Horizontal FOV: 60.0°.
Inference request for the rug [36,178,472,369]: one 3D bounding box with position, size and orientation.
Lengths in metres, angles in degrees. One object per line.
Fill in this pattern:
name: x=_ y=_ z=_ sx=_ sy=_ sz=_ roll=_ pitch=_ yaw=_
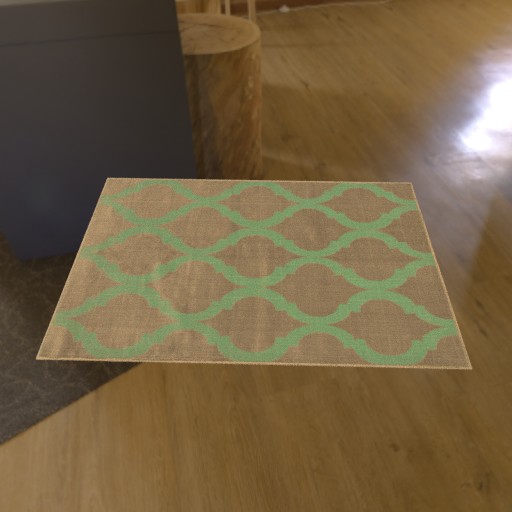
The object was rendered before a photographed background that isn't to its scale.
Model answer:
rug: x=0.000 y=0.000 z=2.828 sx=2.286 sy=0.006 sz=1.524 roll=1 pitch=48 yaw=1
